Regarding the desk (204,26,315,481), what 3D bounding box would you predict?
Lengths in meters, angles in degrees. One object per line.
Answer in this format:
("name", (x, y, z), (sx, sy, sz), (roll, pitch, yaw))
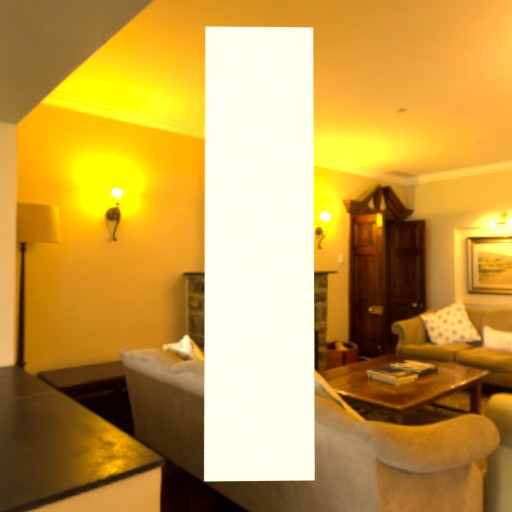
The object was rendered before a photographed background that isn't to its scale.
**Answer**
("desk", (0.000, 0.000, 2.839), (0.480, 2.000, 1.770), (0, -1, -1))
